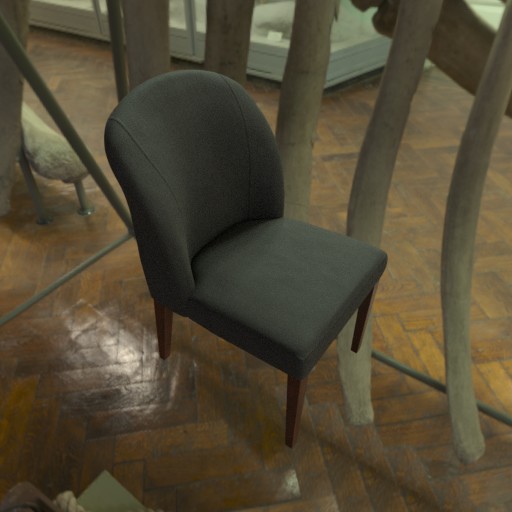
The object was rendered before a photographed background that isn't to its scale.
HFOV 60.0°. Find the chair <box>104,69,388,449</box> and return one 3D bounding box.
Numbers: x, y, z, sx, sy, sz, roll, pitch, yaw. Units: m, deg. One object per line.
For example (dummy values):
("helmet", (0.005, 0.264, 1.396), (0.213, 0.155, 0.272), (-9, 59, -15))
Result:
("chair", (0.000, 0.000, 1.258), (0.619, 0.879, 0.506), (25, 47, 26))
